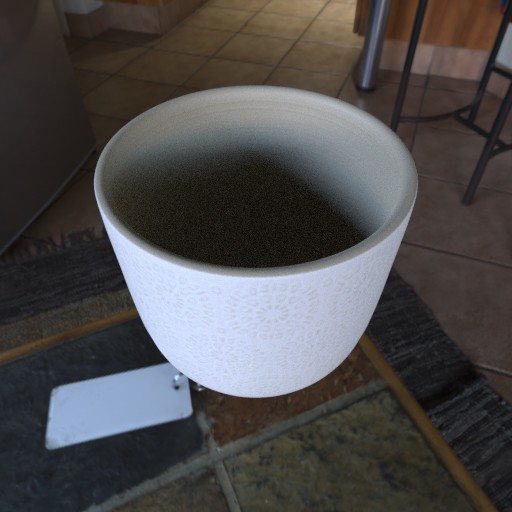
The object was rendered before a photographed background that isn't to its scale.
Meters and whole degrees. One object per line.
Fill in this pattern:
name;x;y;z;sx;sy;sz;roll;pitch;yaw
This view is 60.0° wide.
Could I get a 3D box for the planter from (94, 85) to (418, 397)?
planter;0.000;0.000;0.361;0.208;0.190;0.208;0;47;0
